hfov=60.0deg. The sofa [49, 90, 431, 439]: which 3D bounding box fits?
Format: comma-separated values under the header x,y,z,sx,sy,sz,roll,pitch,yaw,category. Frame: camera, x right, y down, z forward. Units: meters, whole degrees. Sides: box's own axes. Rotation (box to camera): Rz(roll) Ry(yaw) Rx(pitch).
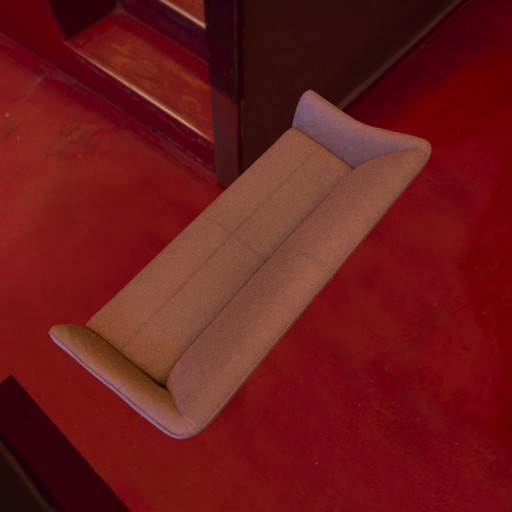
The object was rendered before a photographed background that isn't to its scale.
x,y,z,sx,sy,sz,roll,pitch,yaw,category
0.000,0.000,2.346,0.869,0.830,1.928,37,69,16,sofa
